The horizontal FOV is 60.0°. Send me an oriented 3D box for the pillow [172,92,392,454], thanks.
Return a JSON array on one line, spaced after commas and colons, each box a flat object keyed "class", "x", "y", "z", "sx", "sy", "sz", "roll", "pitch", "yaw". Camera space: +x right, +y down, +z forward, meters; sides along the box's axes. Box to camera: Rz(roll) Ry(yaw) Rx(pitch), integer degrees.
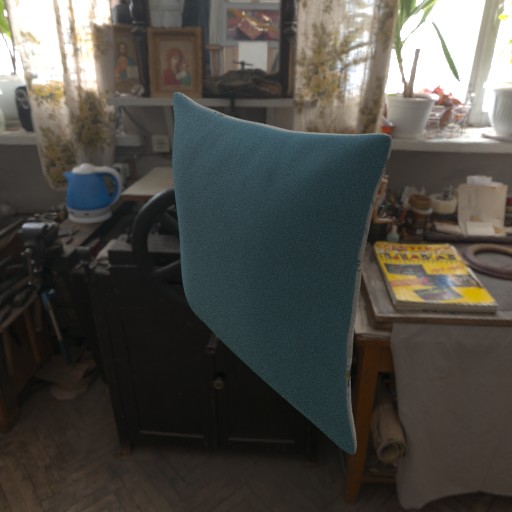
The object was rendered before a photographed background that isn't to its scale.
[{"class": "pillow", "x": 0.000, "y": 0.000, "z": 0.787, "sx": 0.166, "sy": 0.507, "sz": 0.526, "roll": -18, "pitch": 31, "yaw": -32}]
